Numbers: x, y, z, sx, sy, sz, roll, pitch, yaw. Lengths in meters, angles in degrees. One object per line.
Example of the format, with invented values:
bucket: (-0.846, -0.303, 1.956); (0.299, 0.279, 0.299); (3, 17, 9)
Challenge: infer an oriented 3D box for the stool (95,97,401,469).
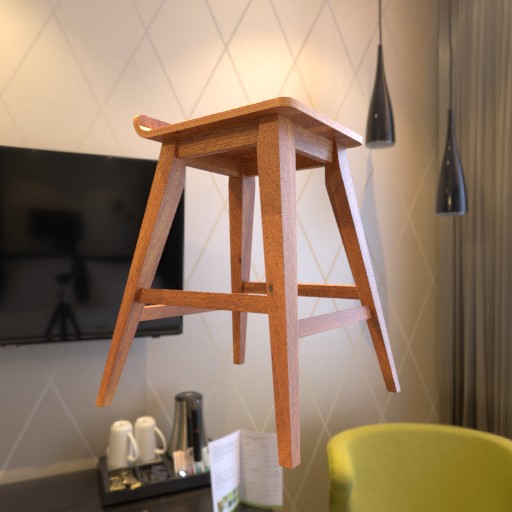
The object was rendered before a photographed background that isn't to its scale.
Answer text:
stool: (0.000, 0.000, 1.020); (0.500, 0.650, 0.500); (0, -1, 36)
